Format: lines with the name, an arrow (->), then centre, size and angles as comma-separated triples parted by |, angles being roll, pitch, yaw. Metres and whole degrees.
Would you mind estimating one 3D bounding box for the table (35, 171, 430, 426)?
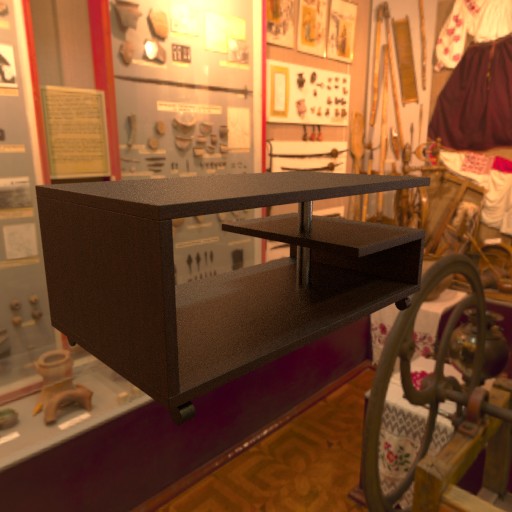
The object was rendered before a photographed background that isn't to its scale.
table -> 0.000, 0.000, 1.373 | 1.050, 0.460, 0.590 | -13, 19, -43
